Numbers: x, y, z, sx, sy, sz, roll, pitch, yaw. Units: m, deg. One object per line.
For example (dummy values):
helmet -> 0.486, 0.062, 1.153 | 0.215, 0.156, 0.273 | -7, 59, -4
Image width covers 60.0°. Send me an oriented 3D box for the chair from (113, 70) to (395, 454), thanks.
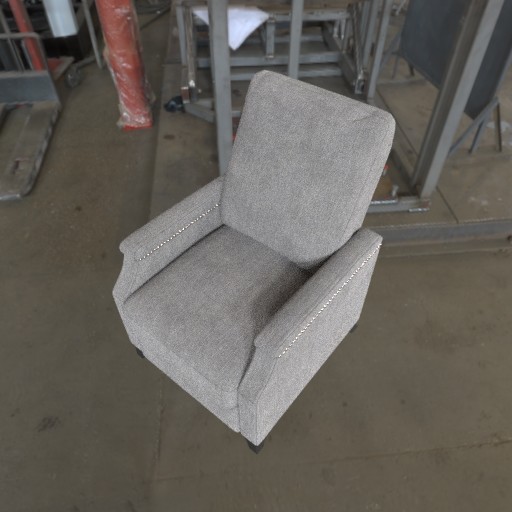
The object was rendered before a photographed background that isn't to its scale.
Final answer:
chair -> 0.000, 0.000, 1.667 | 0.710, 1.049, 0.922 | 31, 54, 26
